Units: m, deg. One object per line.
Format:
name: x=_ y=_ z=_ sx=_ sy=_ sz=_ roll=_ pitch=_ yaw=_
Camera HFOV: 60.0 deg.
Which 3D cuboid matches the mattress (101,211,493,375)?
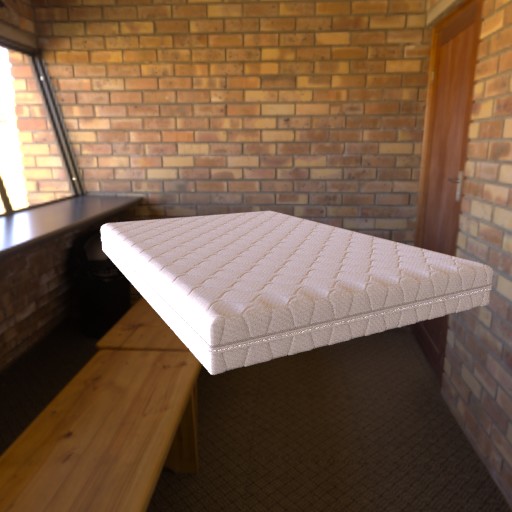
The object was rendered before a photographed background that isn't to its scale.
mattress: x=0.000 y=0.000 z=2.567 sx=1.400 sy=0.200 sz=2.000 roll=-7 pitch=16 yaw=-27
